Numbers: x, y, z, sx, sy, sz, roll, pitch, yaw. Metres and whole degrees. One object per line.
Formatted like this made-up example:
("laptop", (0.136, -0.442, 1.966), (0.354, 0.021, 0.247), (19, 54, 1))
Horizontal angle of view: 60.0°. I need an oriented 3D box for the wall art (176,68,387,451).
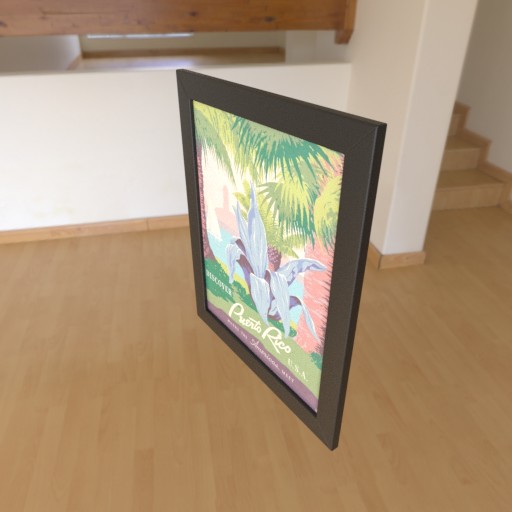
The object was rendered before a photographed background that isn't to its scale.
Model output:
("wall art", (0.000, 0.000, 0.814), (0.018, 0.582, 0.481), (-21, 37, -30))
